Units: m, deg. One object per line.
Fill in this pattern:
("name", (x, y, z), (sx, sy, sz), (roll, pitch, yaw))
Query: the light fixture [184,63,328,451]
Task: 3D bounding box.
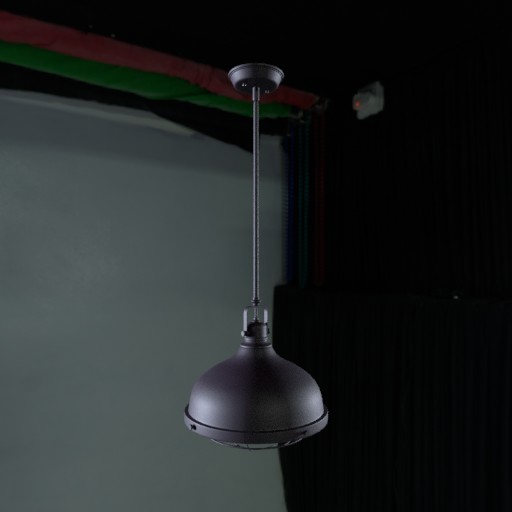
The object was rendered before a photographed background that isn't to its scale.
("light fixture", (0.000, 0.000, 1.030), (0.341, 0.849, 0.341), (1, -2, -37))
